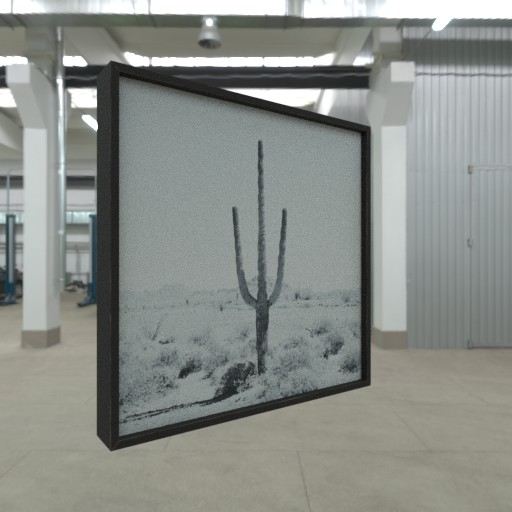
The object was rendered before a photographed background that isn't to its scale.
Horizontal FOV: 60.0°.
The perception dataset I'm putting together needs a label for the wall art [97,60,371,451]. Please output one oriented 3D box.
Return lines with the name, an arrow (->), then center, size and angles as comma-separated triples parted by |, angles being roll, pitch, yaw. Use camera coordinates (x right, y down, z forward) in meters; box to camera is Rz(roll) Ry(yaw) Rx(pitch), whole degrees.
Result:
wall art -> 0.000, 0.000, 0.449 | 0.305, 0.305, 0.038 | 0, 0, -35
